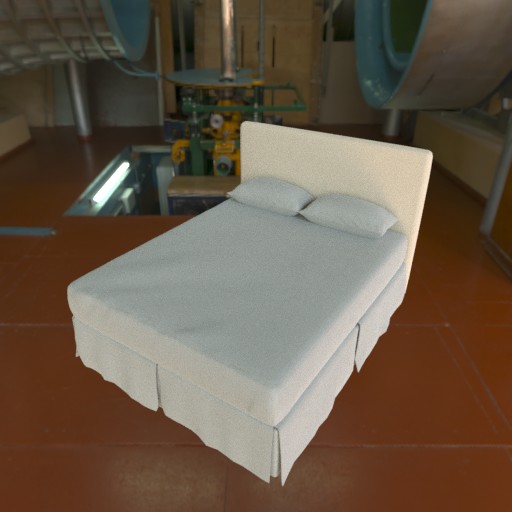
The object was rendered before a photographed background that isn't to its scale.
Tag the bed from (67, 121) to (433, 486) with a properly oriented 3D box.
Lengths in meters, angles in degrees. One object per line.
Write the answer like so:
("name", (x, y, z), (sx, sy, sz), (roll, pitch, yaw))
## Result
("bed", (0.000, 0.000, 3.186), (1.748, 1.330, 2.142), (19, 35, 29))
